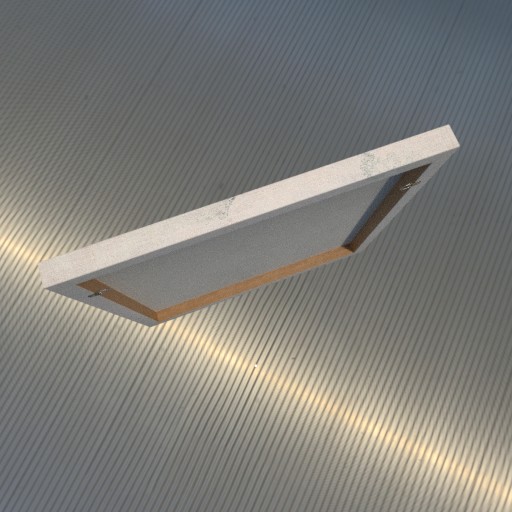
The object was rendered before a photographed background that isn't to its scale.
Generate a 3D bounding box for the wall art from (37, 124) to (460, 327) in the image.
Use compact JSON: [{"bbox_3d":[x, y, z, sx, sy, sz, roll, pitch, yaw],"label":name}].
[{"bbox_3d":[0.000,0.000,0.912,0.612,0.612,0.040,-19,77,-5],"label":"wall art"}]
